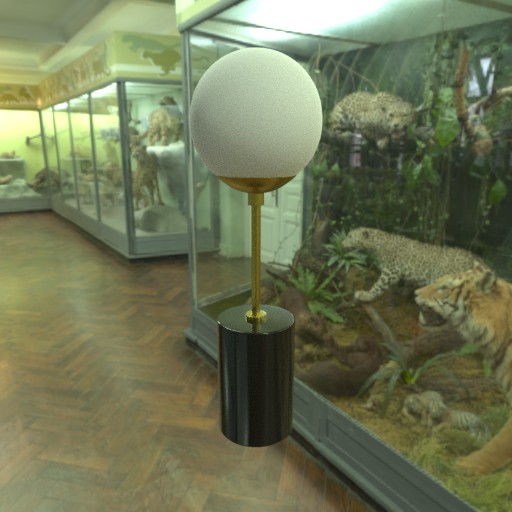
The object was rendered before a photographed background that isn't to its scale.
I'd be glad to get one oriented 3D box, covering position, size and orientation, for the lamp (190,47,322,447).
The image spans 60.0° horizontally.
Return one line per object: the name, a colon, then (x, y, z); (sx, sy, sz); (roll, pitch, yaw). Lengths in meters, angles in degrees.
lamp: (0.000, 0.000, 0.557); (0.153, 0.480, 0.153); (0, 14, 0)
